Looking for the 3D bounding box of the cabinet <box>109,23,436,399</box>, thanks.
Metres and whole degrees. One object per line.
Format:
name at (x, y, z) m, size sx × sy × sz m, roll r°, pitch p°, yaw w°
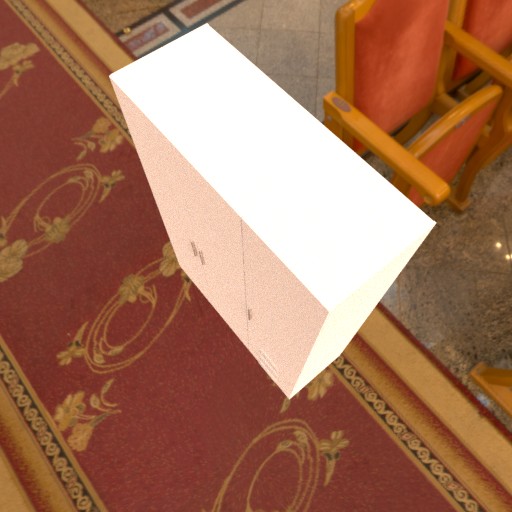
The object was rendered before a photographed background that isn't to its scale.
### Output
cabinet at (0.000, 0.000, 2.496) m, size 0.510 × 1.910 × 1.290 m, roll -36°, pitch 70°, yaw -16°
